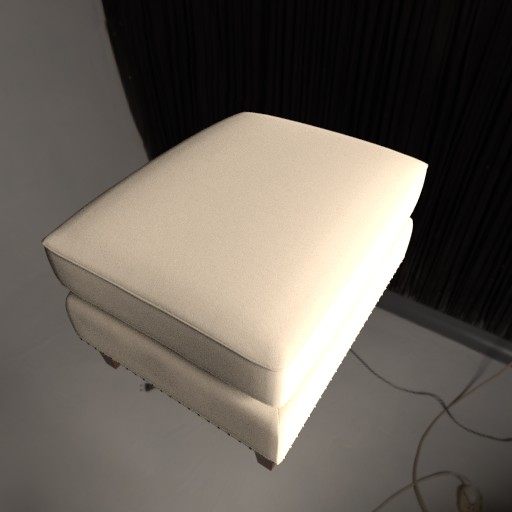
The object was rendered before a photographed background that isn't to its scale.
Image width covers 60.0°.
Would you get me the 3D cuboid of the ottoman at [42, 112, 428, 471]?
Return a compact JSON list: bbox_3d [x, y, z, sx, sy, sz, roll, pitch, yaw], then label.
[{"bbox_3d":[0.000,0.000,1.114,0.584,0.513,0.741,23,47,24],"label":"ottoman"}]
